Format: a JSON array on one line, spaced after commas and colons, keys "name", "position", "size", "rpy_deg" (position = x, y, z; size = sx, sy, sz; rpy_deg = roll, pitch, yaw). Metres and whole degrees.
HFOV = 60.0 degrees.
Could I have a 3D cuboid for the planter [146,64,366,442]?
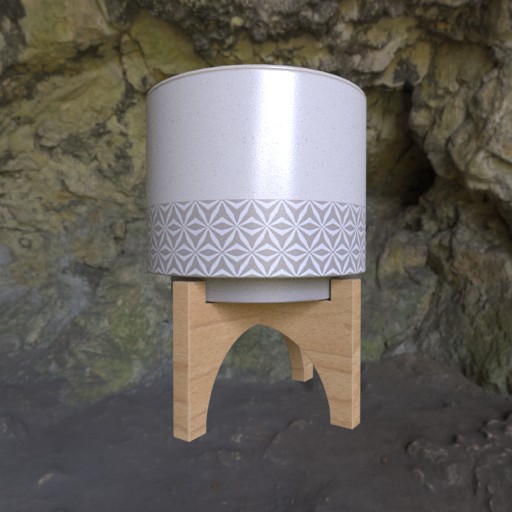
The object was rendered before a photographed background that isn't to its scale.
[{"name": "planter", "position": [0.000, 0.000, 0.392], "size": [0.188, 0.260, 0.188], "rpy_deg": [0, 1, 0]}]
